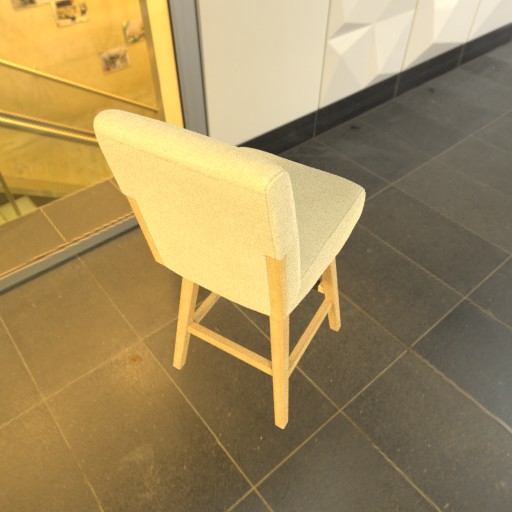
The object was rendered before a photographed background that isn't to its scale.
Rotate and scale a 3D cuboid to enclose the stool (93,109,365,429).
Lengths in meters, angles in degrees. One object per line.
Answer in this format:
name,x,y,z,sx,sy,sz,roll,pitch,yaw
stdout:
stool,0.000,0.000,1.250,0.446,1.015,0.543,23,51,21
